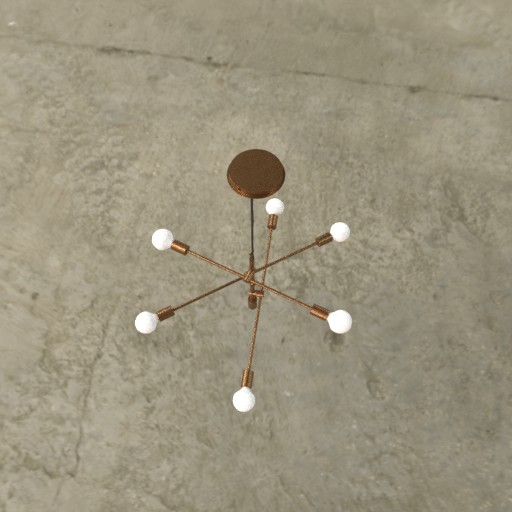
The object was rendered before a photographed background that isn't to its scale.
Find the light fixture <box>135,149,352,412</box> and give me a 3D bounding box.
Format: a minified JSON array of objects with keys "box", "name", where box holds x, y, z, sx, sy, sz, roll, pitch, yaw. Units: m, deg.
[{"box":[0.000,0.000,1.238,0.637,0.744,0.682,34,68,16],"name":"light fixture"}]
